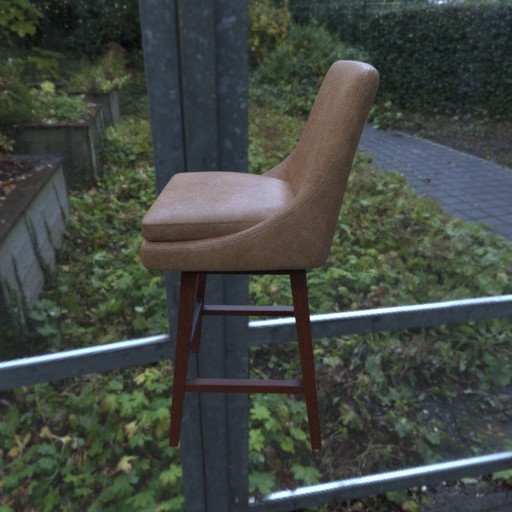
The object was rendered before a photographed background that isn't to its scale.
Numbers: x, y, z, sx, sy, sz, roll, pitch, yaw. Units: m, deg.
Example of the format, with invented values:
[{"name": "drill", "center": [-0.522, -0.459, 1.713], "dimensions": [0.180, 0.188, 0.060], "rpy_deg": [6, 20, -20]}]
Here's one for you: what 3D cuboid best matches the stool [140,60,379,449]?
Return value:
[{"name": "stool", "center": [0.000, 0.000, 1.346], "dimensions": [0.572, 1.079, 0.487], "rpy_deg": [1, 26, 1]}]
